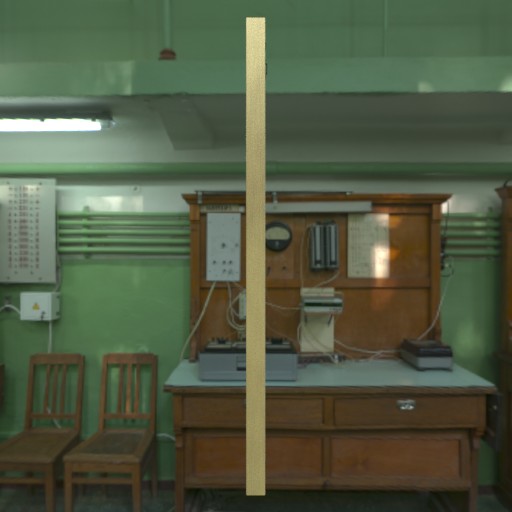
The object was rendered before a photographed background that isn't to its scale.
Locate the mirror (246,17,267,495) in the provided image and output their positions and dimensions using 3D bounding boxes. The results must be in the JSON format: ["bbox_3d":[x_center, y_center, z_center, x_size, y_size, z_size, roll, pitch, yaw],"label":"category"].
[{"bbox_3d":[0.000,0.000,1.152,0.041,0.915,0.609,0,1,0],"label":"mirror"}]
